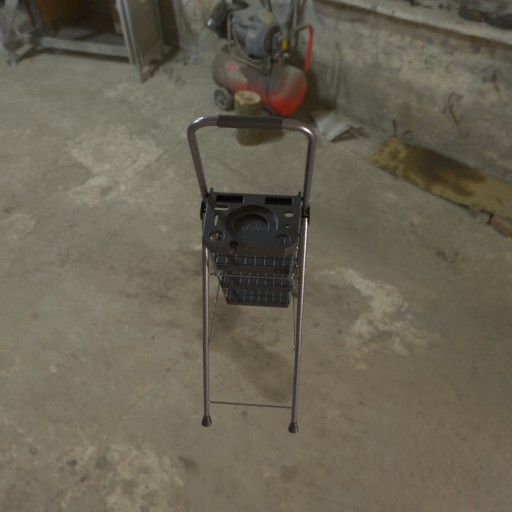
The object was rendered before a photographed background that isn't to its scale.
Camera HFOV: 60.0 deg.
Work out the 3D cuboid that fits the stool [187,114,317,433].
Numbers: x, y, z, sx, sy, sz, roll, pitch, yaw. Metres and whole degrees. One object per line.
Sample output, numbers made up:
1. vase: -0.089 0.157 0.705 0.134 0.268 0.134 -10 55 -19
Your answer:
1. stool: 0.000 0.000 1.572 0.396 1.277 0.733 3 47 3
